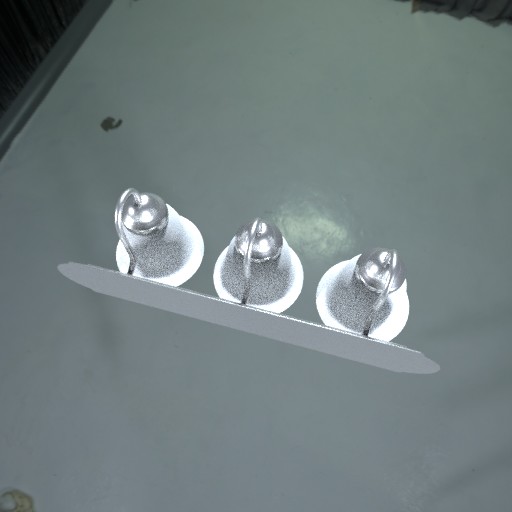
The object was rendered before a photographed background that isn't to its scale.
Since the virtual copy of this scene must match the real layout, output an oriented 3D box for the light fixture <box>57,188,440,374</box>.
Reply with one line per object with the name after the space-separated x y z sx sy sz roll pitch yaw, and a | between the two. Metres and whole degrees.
0.000 0.000 0.707 0.610 0.222 0.199 14 64 7 | light fixture
